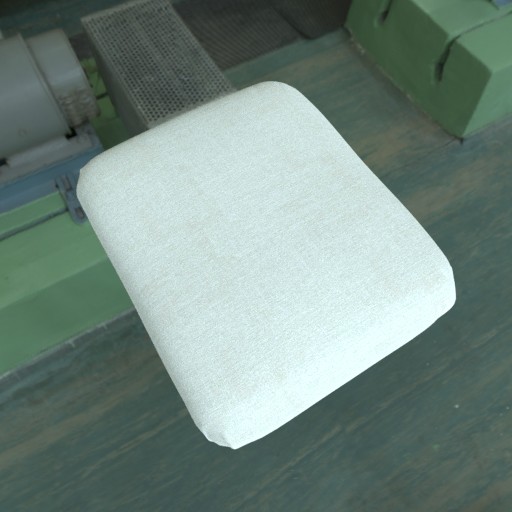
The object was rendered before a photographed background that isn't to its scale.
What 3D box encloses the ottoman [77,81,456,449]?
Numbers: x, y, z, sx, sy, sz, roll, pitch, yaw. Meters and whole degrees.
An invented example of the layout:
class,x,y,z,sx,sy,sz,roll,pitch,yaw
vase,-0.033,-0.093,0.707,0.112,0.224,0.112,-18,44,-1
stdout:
class,x,y,z,sx,sy,sz,roll,pitch,yaw
ottoman,0.000,0.000,1.114,0.622,0.450,0.747,-29,67,-13
